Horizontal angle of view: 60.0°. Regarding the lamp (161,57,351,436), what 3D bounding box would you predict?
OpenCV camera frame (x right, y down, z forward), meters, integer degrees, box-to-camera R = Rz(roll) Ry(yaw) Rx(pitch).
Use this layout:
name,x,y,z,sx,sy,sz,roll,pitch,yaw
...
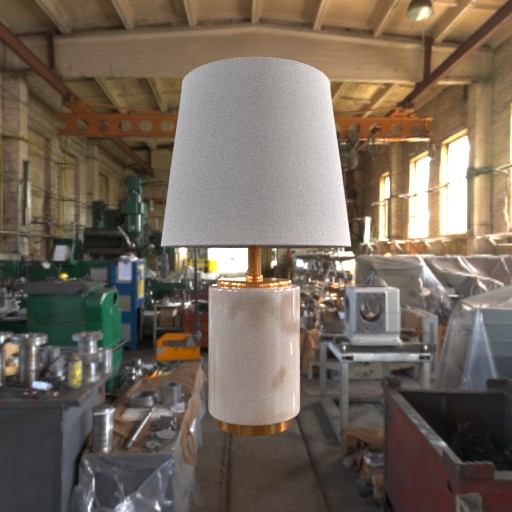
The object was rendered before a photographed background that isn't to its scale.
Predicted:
name,x,y,z,sx,sy,sz,roll,pitch,yaw
lamp,0.000,0.000,0.452,0.189,0.340,0.189,0,0,0
